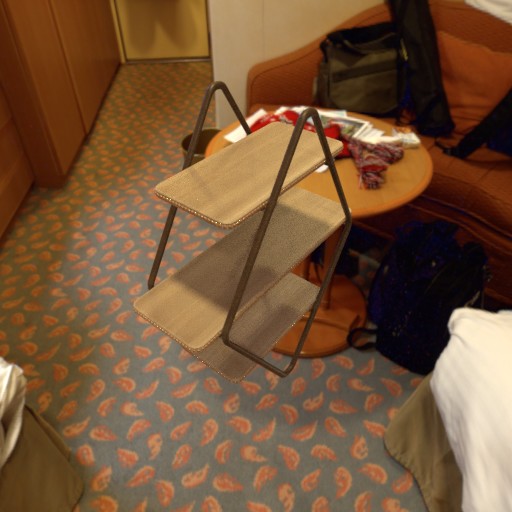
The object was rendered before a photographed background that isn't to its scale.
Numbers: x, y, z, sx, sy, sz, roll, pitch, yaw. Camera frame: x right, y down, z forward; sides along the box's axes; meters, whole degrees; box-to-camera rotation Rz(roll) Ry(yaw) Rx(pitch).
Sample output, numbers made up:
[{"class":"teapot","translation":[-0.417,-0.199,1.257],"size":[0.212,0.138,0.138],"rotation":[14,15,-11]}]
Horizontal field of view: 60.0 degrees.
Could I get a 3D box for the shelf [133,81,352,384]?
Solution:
[{"class":"shelf","translation":[0.000,0.000,1.066],"size":[0.234,0.774,0.609],"rotation":[27,47,28]}]
